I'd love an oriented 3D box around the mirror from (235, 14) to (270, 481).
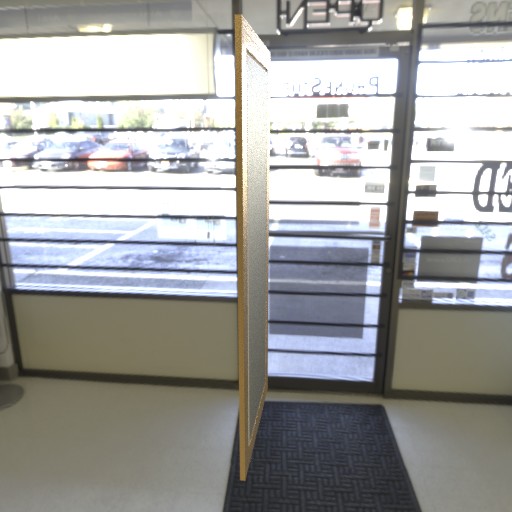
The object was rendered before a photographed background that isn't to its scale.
[{"bbox_3d":[0.000,0.000,2.257,0.025,2.031,0.812,2,16,9],"label":"mirror"}]
